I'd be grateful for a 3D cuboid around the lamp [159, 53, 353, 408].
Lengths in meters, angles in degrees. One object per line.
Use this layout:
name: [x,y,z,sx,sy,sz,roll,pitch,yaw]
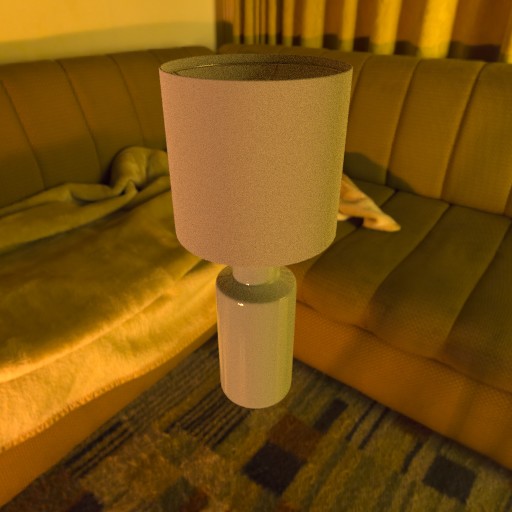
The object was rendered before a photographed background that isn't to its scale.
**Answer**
lamp: [0.000,0.000,0.617,0.212,0.493,0.212,9,32,14]
